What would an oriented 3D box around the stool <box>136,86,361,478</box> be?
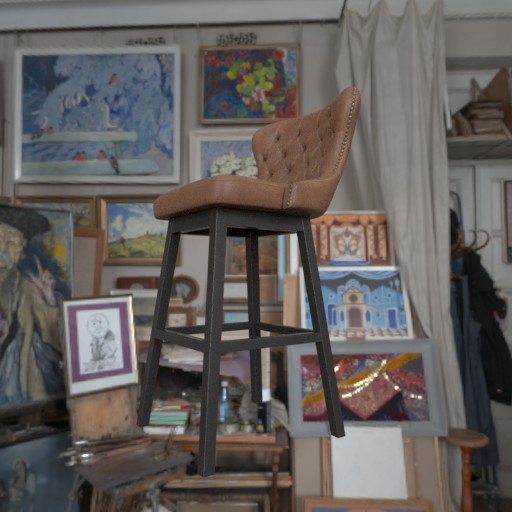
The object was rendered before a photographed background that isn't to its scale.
[{"bbox_3d":[0.000,0.000,1.391,0.601,1.050,0.528,2,-3,-35],"label":"stool"}]
